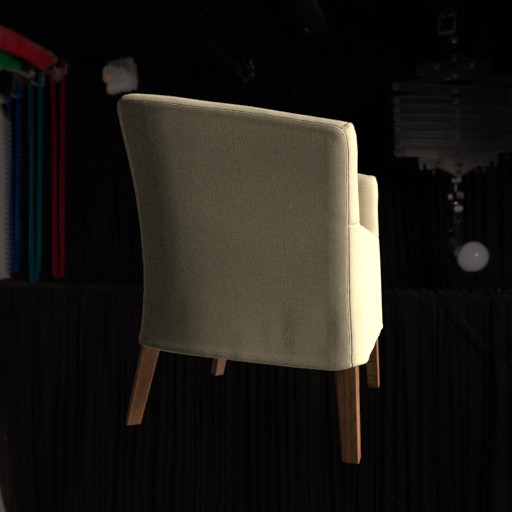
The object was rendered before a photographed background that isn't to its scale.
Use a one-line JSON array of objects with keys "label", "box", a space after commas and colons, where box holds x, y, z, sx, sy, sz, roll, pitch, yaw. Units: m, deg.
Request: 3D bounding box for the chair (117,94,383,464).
[{"label": "chair", "box": [0.000, 0.000, 1.250, 0.657, 0.822, 0.643, 0, -1, 19]}]
